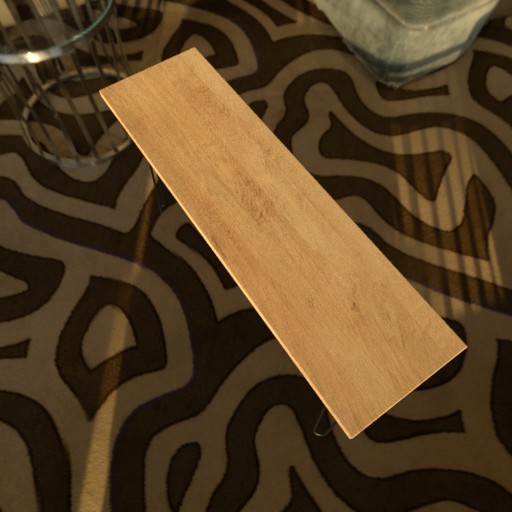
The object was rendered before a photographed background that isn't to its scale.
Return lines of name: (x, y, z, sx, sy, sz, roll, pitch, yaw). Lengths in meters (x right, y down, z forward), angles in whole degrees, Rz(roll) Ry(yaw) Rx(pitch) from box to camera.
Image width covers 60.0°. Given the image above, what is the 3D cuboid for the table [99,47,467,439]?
table: (0.000, 0.000, 1.737, 0.399, 0.799, 1.400, -32, 68, -15)
